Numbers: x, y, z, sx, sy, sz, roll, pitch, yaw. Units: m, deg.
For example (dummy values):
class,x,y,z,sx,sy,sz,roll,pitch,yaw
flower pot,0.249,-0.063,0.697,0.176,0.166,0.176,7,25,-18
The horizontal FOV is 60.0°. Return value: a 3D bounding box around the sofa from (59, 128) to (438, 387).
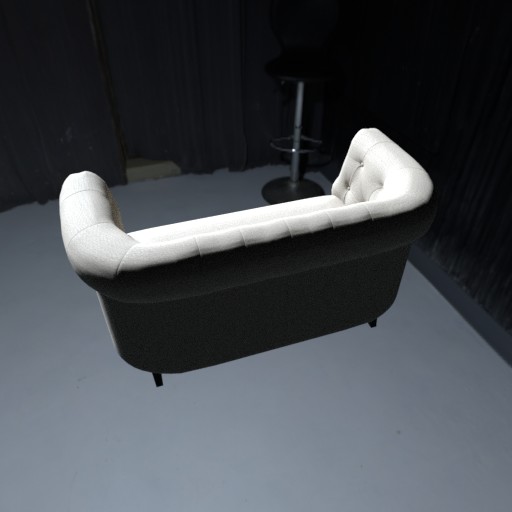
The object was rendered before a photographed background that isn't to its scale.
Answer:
class,x,y,z,sx,sy,sz,roll,pitch,yaw
sofa,0.000,0.000,2.065,1.558,0.827,0.835,-12,42,-14
